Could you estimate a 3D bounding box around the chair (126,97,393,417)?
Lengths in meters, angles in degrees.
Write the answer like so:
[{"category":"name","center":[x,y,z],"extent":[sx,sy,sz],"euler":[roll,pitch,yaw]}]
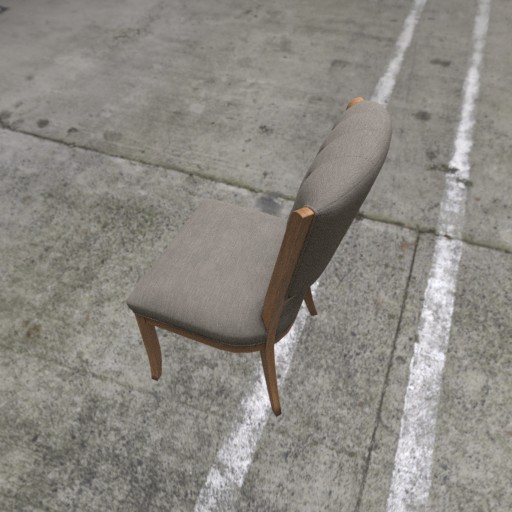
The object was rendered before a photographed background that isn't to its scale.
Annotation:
[{"category":"chair","center":[0.000,0.000,1.280],"extent":[0.584,0.905,0.513],"euler":[15,47,15]}]
